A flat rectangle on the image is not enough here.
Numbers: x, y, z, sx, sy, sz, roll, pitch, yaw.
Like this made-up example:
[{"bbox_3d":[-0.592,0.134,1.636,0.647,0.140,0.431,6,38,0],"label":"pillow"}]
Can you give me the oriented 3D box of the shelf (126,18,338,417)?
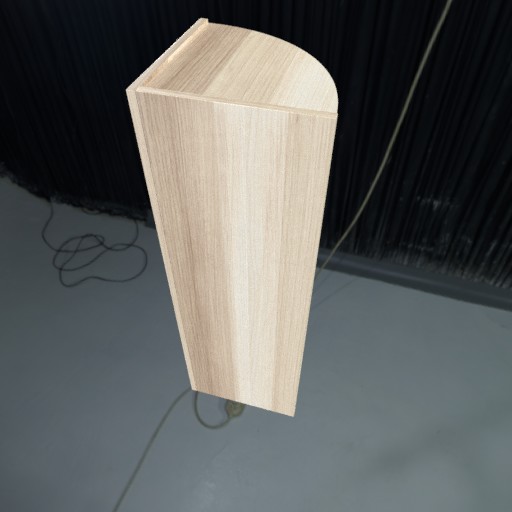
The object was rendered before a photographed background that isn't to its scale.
[{"bbox_3d":[0.000,0.000,0.994,0.290,0.872,0.290,11,47,11],"label":"shelf"}]
